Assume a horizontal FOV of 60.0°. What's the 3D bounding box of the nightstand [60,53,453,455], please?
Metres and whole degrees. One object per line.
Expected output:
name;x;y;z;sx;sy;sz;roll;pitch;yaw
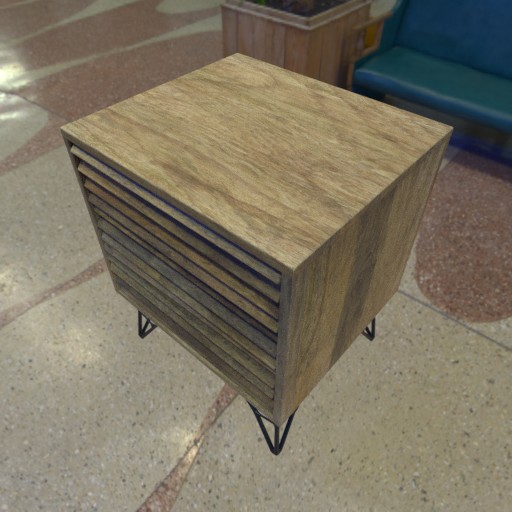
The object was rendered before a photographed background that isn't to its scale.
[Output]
nightstand;0.000;0.000;0.878;0.457;0.559;0.406;32;53;28
